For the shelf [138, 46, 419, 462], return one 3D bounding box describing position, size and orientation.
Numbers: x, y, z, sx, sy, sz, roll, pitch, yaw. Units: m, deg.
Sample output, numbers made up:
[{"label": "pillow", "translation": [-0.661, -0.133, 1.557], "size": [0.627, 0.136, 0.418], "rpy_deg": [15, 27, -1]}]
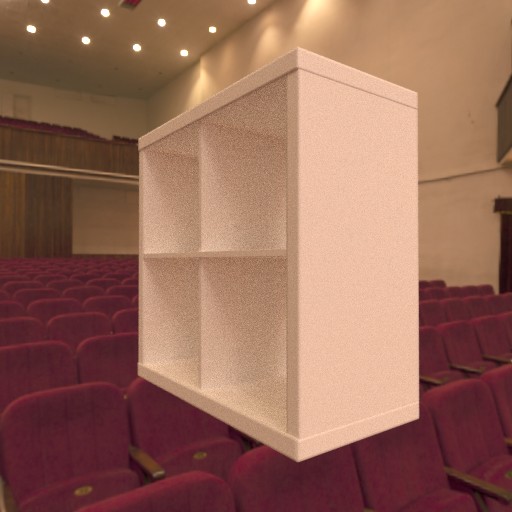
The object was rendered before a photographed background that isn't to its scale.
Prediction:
[{"label": "shelf", "translation": [0.000, 0.000, 1.271], "size": [0.390, 0.786, 0.790], "rpy_deg": [0, -1, -37]}]
